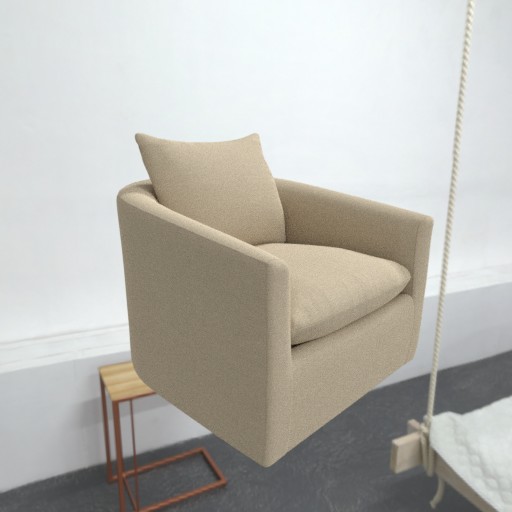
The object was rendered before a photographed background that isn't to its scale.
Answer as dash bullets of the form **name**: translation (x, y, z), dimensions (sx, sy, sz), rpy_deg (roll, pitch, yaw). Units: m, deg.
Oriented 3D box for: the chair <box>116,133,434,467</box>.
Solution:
- **chair**: translation (0.000, 0.000, 1.571), dimensions (0.910, 0.848, 0.845), rpy_deg (14, 20, 43)
